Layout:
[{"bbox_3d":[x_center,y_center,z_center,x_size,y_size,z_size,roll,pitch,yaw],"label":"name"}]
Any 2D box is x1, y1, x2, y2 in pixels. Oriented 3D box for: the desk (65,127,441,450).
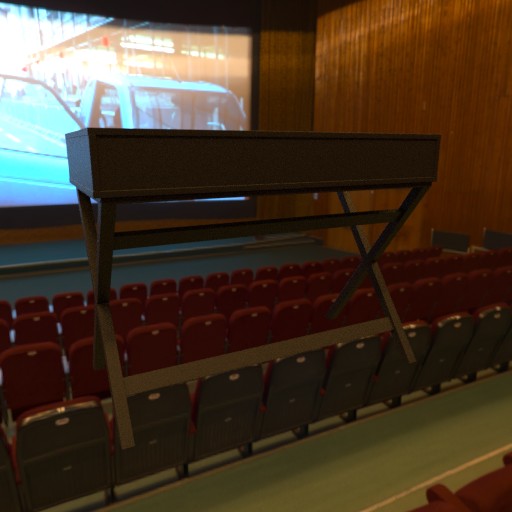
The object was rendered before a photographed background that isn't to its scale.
[{"bbox_3d":[0.000,0.000,1.470,1.057,0.780,0.504,-7,15,-27],"label":"desk"}]
